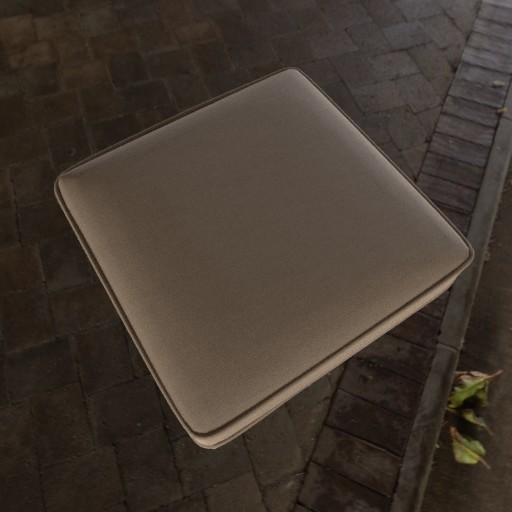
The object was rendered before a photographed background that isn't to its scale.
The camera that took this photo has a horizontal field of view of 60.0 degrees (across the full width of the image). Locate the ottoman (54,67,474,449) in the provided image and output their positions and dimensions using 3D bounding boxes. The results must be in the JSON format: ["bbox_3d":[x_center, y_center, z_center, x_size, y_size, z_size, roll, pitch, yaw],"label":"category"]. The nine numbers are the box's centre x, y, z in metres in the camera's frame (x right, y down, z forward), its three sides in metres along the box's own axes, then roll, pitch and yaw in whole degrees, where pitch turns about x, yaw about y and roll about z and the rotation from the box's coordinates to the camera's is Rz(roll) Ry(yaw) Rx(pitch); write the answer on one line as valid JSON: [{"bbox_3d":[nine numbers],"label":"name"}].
[{"bbox_3d":[0.000,0.000,1.006,0.616,0.438,0.613,-30,67,-14],"label":"ottoman"}]
